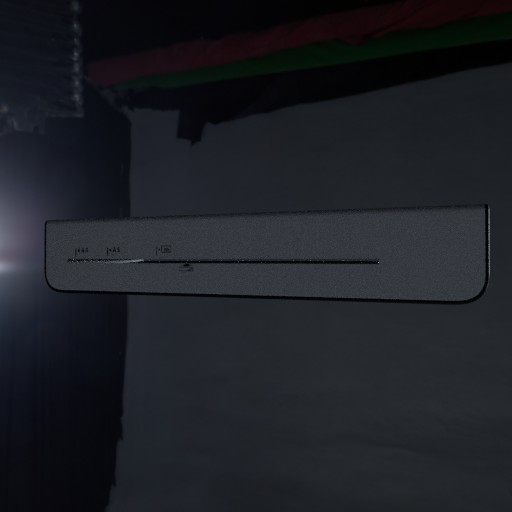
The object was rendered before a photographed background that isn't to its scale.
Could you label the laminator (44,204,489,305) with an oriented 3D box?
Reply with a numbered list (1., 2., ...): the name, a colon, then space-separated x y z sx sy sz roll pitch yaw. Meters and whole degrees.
1. laminator: 0.000 0.000 0.380 0.340 0.062 0.123 0 0 19
